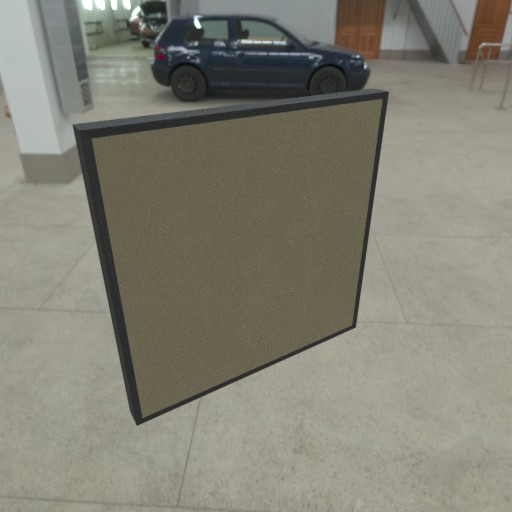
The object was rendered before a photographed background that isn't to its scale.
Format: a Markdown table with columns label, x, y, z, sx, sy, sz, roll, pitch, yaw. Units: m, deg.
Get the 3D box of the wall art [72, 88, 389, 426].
| label | x | y | z | sx | sy | sz | roll | pitch | yaw |
| --- | --- | --- | --- | --- | --- | --- | --- | --- | --- |
| wall art | 0.000 | 0.000 | 0.773 | 0.509 | 0.507 | 0.037 | -17 | 34 | -27 |
